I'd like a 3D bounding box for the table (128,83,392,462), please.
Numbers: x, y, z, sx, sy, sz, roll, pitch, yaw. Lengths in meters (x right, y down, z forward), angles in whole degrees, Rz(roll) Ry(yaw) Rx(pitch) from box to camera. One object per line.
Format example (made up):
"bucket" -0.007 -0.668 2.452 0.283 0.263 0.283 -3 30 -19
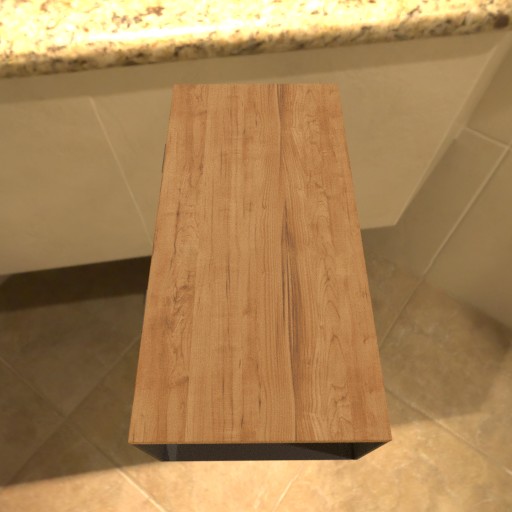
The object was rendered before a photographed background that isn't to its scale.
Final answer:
"table" 0.000 0.000 1.443 0.590 0.400 1.180 0 60 0
